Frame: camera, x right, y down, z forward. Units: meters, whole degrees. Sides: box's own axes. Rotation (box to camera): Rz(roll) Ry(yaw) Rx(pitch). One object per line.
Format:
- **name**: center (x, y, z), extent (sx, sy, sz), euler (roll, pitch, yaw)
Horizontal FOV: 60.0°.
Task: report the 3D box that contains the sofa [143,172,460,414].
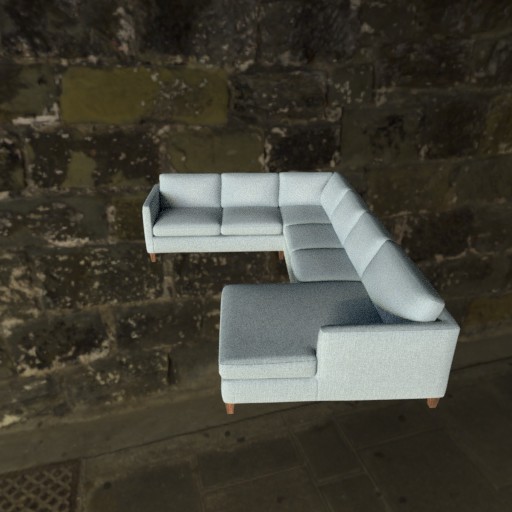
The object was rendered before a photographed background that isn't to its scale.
- **sofa**: center (0.000, 0.000, 4.415), extent (2.551, 0.889, 3.403), euler (-1, 26, -2)
